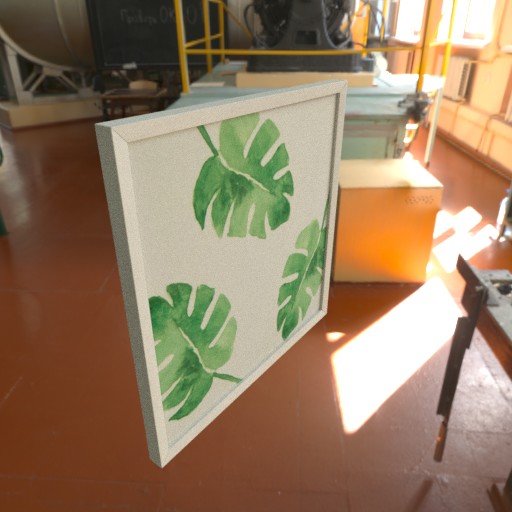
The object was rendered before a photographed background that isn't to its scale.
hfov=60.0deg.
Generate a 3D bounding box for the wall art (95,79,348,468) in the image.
[{"bbox_3d":[0.000,0.000,1.109,0.040,0.762,0.762,20,34,32],"label":"wall art"}]
